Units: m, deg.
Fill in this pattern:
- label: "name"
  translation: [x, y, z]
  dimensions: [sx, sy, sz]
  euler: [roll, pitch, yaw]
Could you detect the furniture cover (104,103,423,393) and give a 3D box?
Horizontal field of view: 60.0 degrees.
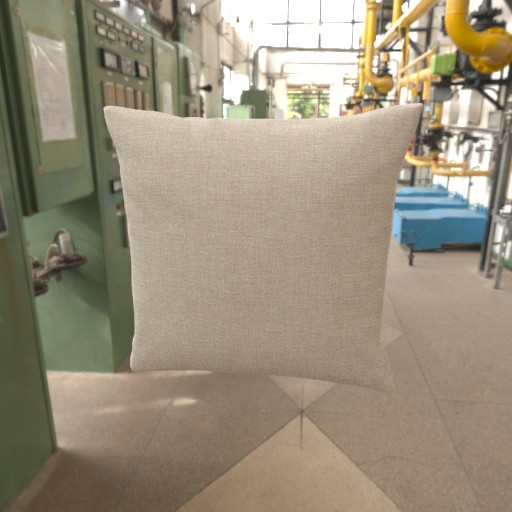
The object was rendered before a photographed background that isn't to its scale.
- label: "furniture cover"
  translation: [0.000, 0.000, 0.782]
  dimensions: [0.517, 0.508, 0.158]
  euler: [2, 17, 8]
